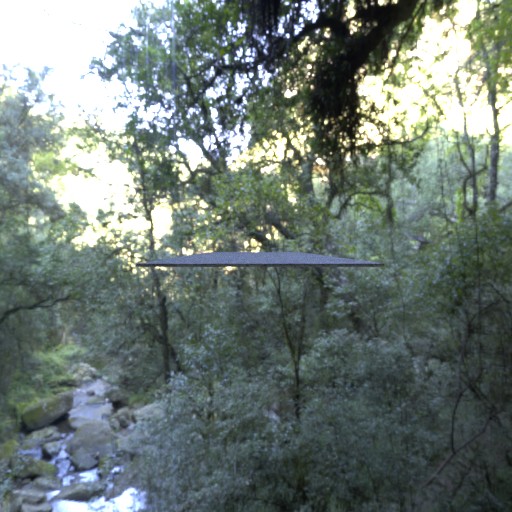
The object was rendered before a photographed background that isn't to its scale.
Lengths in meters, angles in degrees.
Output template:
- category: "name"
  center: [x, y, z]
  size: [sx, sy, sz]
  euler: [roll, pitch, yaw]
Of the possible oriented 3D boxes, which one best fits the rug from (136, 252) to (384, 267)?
- category: "rug"
  center: [0.000, 0.000, 2.623]
  size: [0.807, 0.013, 2.436]
  euler: [0, 1, -1]
